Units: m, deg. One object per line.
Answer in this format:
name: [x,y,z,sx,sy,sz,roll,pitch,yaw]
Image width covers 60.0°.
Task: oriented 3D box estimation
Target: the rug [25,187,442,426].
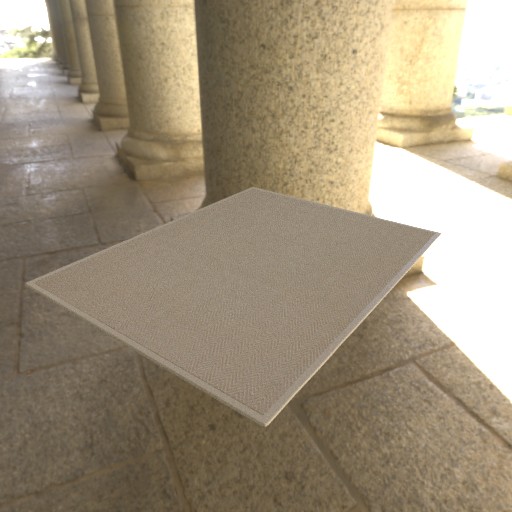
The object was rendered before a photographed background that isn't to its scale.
rug: [0.000,0.000,4.020,2.407,0.020,3.051,19,33,32]
